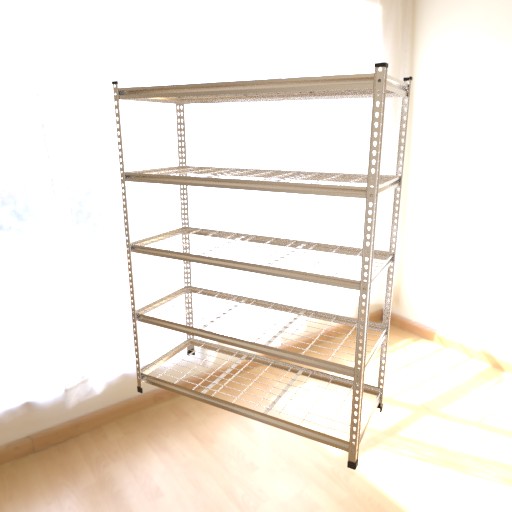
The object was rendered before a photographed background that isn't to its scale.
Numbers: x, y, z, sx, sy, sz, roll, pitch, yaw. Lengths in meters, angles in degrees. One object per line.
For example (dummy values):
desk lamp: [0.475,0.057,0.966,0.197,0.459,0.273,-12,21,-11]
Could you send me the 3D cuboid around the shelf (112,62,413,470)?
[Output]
shelf: [0.000,0.000,2.663,1.524,1.981,0.610,8,18,27]
